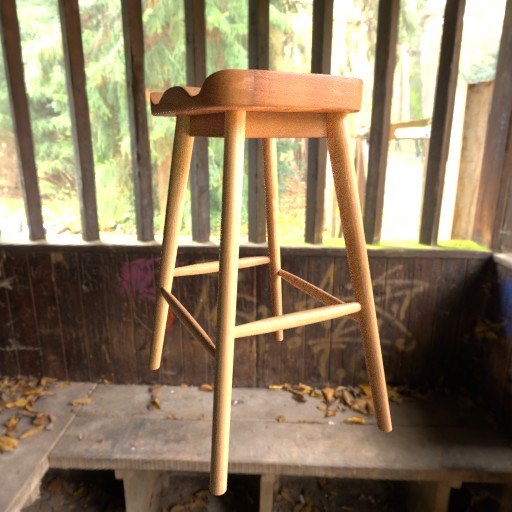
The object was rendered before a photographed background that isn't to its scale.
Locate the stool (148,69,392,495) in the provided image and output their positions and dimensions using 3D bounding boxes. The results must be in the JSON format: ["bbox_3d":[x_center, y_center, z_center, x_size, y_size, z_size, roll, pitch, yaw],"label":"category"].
[{"bbox_3d":[0.000,0.000,0.857,0.361,0.615,0.440,-8,17,-25],"label":"stool"}]
